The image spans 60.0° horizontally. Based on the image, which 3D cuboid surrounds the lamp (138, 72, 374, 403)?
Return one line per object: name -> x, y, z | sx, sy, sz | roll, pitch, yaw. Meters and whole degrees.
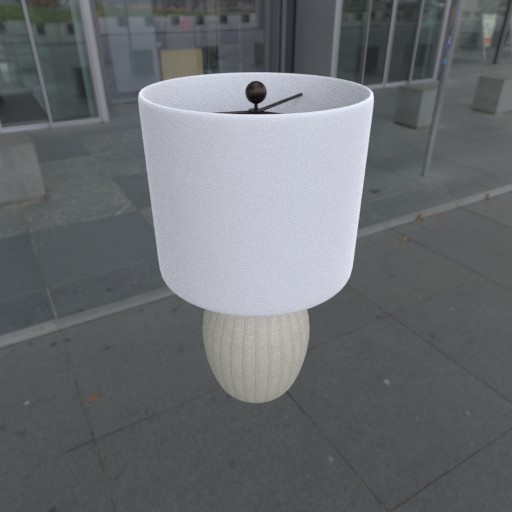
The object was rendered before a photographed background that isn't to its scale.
lamp -> 0.000, 0.000, 0.768 | 0.329, 0.570, 0.329 | -8, 31, -13
